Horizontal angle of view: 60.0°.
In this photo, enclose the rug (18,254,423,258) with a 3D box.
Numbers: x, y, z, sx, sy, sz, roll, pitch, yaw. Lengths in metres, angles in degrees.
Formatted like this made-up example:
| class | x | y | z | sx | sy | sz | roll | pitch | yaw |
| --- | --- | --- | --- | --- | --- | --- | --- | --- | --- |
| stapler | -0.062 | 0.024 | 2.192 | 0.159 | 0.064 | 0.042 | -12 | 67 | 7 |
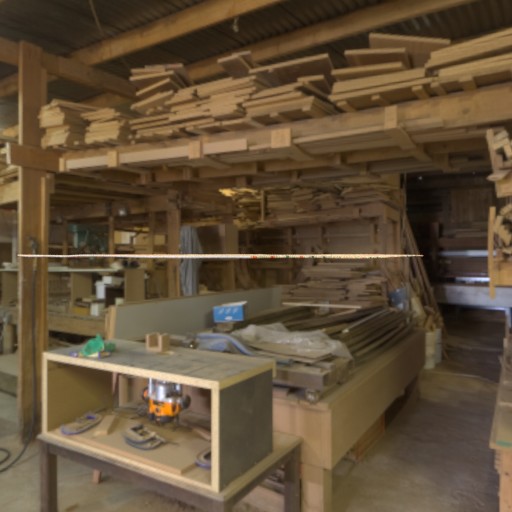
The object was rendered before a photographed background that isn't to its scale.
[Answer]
| class | x | y | z | sx | sy | sz | roll | pitch | yaw |
| --- | --- | --- | --- | --- | --- | --- | --- | --- | --- |
| rug | 0.000 | 0.000 | 2.299 | 1.220 | 0.017 | 1.835 | 0 | 0 | 35 |
